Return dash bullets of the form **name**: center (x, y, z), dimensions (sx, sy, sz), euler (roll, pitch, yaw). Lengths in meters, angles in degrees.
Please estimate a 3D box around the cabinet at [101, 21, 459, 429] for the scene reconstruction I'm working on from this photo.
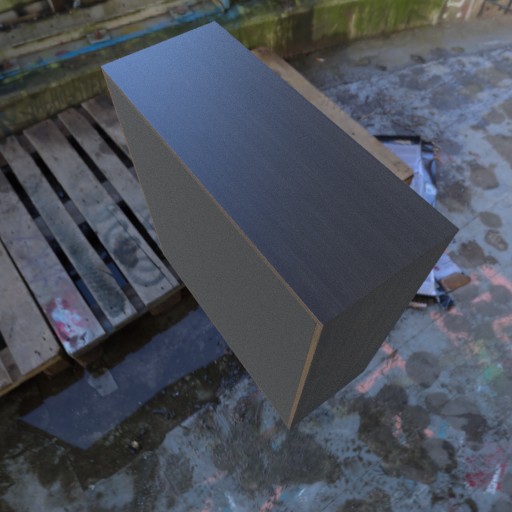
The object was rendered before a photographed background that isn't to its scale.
- **cabinet**: center (0.000, 0.000, 1.645), dimensions (0.400, 1.170, 1.010), euler (-31, 63, -18)
